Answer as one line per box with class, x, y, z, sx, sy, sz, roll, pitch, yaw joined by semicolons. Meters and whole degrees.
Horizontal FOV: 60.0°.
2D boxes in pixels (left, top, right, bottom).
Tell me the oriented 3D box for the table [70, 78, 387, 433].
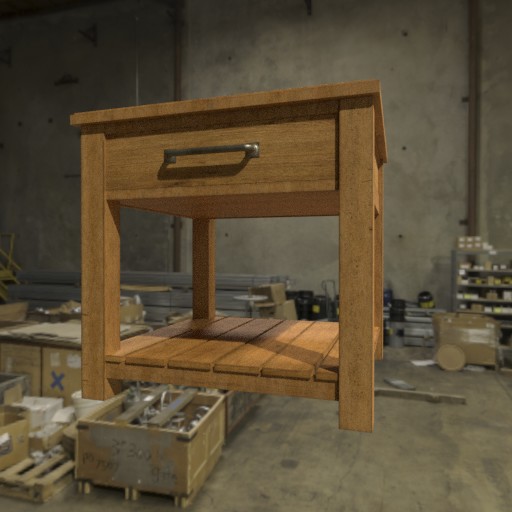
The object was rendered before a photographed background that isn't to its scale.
table;0.000;0.000;1.106;0.616;0.593;0.612;0;0;18
